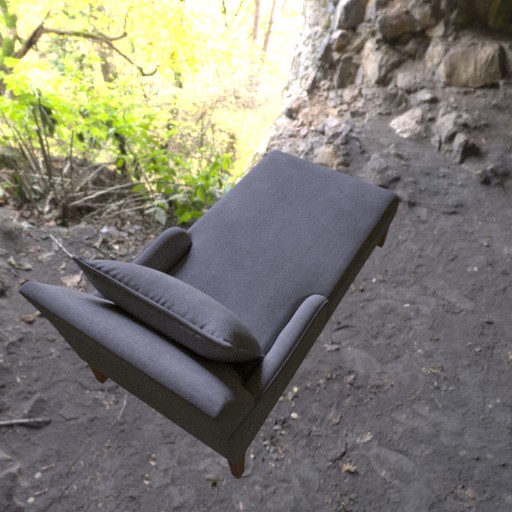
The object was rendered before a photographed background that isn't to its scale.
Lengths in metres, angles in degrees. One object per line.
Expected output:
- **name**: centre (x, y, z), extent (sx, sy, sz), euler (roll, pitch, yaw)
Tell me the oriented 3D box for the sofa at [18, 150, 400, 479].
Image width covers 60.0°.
- **sofa**: centre (0.000, 0.000, 2.198), extent (0.894, 0.859, 1.779), euler (25, 52, 21)
